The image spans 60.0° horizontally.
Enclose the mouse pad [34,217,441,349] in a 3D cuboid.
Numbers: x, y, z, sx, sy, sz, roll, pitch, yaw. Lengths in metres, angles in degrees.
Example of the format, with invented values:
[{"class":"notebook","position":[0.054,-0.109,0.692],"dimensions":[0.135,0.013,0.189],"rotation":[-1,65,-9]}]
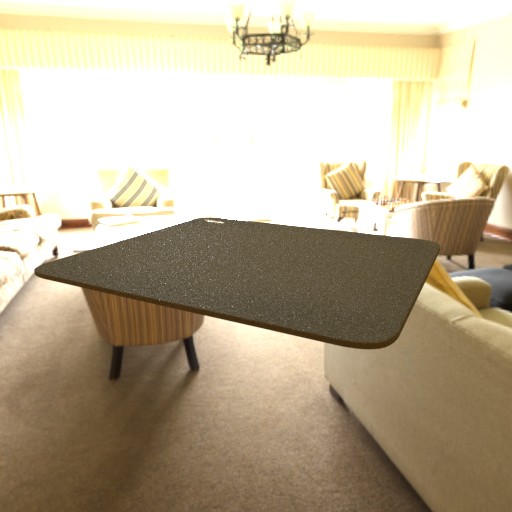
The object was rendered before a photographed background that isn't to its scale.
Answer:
[{"class":"mouse pad","position":[0.000,0.000,0.316],"dimensions":[0.229,0.003,0.203],"rotation":[8,18,27]}]
